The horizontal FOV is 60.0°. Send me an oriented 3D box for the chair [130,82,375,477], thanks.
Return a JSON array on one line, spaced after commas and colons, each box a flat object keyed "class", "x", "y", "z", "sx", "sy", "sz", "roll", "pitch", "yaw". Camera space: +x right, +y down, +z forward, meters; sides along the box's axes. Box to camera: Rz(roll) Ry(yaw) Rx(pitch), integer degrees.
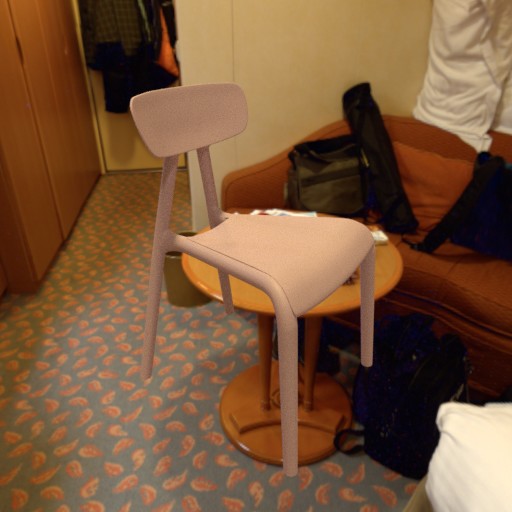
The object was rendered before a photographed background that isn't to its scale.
[{"class": "chair", "x": 0.000, "y": 0.000, "z": 0.842, "sx": 0.401, "sy": 0.580, "sz": 0.356, "roll": 18, "pitch": 32, "yaw": 31}]
